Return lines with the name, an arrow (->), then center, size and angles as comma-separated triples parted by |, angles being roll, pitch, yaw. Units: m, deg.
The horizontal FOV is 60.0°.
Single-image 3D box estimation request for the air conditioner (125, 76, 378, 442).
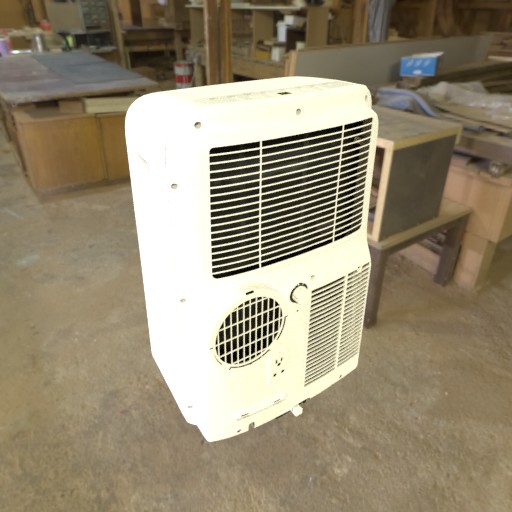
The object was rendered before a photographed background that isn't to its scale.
air conditioner -> 0.000, 0.000, 0.956 | 0.454, 0.700, 0.365 | -19, 36, -28
